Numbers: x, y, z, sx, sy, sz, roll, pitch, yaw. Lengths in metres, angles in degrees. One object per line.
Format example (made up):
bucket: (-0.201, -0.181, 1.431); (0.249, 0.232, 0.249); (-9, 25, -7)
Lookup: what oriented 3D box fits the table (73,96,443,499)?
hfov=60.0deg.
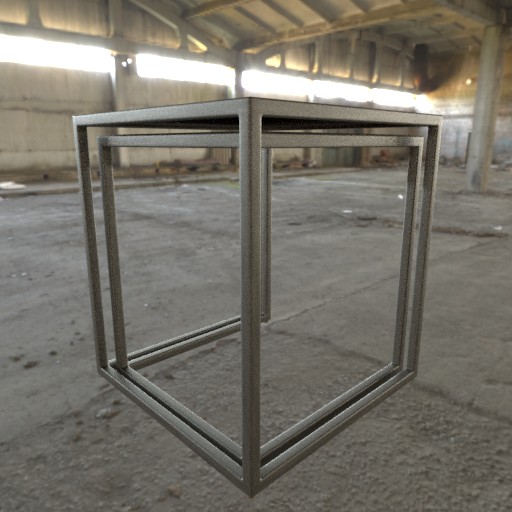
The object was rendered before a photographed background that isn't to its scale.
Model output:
table: (0.000, 0.000, 0.818); (0.449, 0.500, 0.450); (-13, 19, -42)
